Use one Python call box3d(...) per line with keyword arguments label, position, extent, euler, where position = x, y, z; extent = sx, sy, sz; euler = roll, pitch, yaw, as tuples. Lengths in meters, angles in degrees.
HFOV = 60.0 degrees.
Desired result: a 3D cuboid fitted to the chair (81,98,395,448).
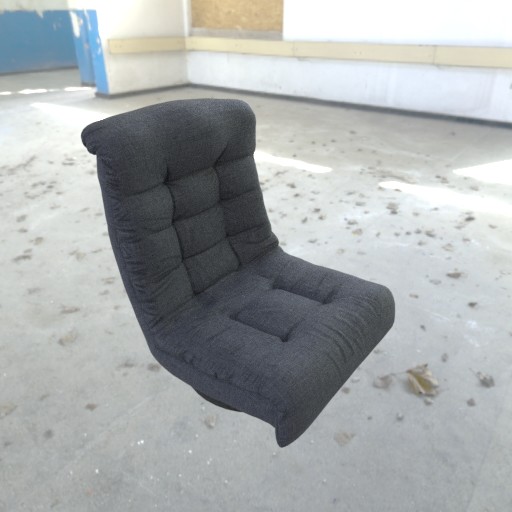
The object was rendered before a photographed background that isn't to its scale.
box3d(label="chair", position=(0.000, 0.000, 1.217), extent=(0.668, 0.749, 0.597), euler=(20, 35, 32))
